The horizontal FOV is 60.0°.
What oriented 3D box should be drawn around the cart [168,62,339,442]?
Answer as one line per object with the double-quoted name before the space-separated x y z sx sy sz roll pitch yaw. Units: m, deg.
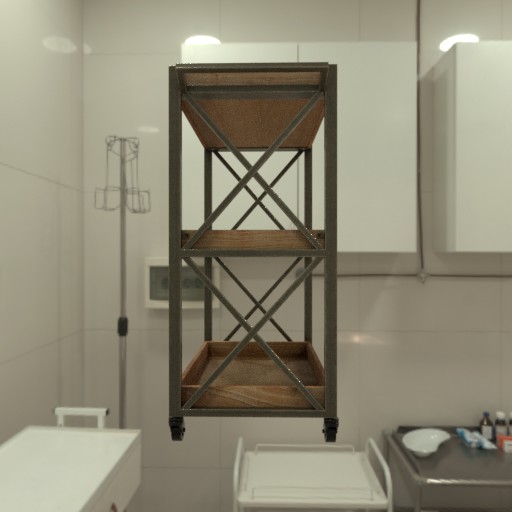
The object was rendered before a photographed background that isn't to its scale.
"cart" 0.000 0.000 1.246 0.377 0.835 0.673 0 0 1
